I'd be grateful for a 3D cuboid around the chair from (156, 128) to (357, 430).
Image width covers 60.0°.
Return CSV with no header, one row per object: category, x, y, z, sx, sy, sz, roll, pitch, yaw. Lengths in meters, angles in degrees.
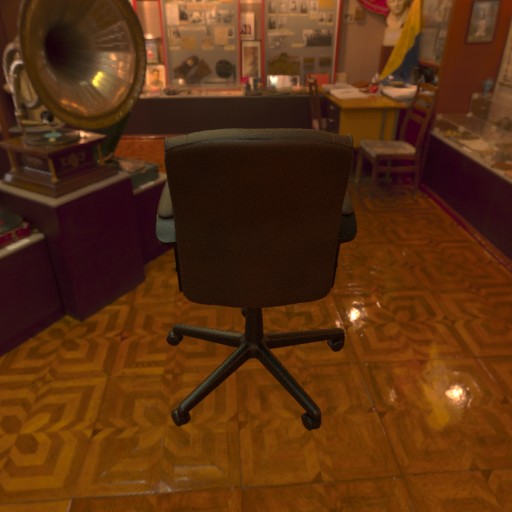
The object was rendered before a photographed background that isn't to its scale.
chair,0.000,0.000,1.508,0.739,1.004,0.717,-1,29,-2
